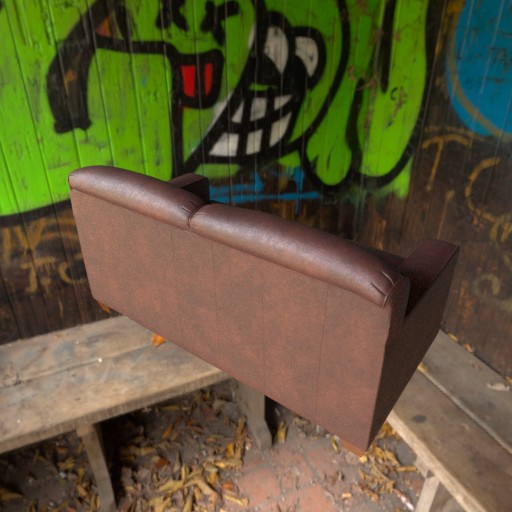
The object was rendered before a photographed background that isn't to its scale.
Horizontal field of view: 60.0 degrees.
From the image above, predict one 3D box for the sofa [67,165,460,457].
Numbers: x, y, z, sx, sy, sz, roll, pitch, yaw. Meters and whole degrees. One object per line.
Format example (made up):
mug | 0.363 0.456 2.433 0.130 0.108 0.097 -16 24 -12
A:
sofa | 0.000 0.000 2.417 1.856 0.966 1.000 20 35 31
